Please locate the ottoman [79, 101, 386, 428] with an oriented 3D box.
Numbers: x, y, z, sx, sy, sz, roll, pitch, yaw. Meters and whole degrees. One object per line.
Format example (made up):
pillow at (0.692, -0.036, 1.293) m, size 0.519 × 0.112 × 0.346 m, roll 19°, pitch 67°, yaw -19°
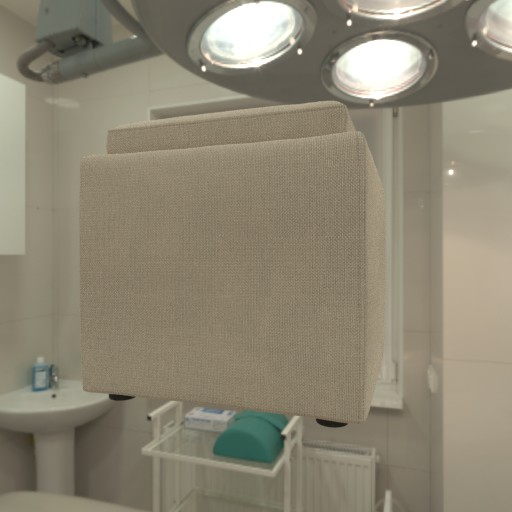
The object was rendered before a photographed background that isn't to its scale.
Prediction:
ottoman at (0.000, 0.000, 0.828) m, size 0.451 × 0.460 × 0.450 m, roll 0°, pitch 0°, yaw 19°
